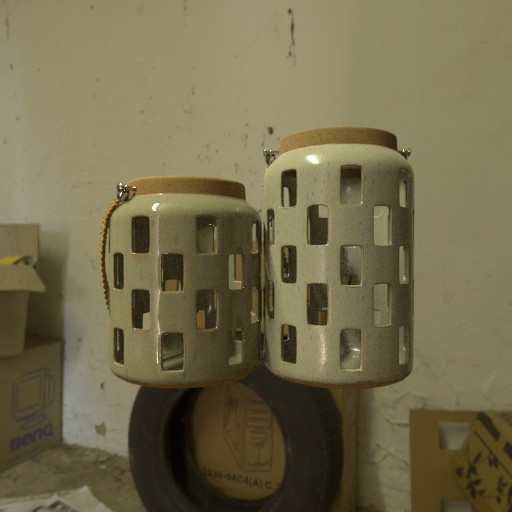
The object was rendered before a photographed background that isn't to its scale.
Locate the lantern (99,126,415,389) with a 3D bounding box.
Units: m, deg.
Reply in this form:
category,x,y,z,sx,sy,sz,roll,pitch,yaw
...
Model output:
category,x,y,z,sx,sy,sz,roll,pitch,yaw
lantern,0.000,0.000,0.505,0.347,0.255,0.184,0,1,1
